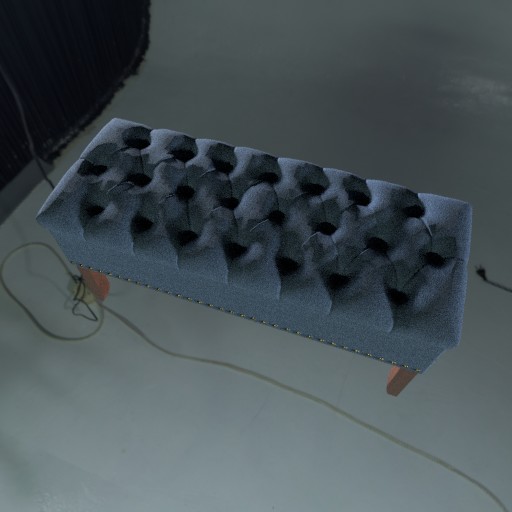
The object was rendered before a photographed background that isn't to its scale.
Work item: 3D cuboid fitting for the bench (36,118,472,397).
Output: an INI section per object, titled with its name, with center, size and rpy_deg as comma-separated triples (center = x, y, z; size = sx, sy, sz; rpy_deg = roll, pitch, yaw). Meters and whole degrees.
[bench]
center = 0.000, 0.000, 1.305
size = 1.052, 0.492, 0.417
rpy_deg = 16, 58, 10
